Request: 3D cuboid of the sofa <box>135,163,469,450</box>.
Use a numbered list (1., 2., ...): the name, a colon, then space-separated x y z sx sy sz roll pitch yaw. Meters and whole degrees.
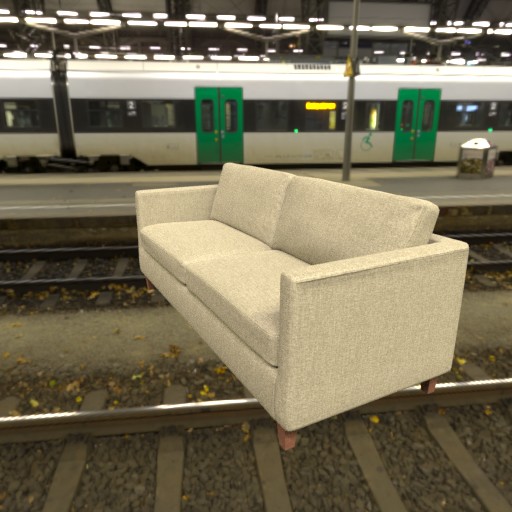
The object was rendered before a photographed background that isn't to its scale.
1. sofa: 0.000 0.000 2.697 0.956 0.960 2.208 -9 19 -27
